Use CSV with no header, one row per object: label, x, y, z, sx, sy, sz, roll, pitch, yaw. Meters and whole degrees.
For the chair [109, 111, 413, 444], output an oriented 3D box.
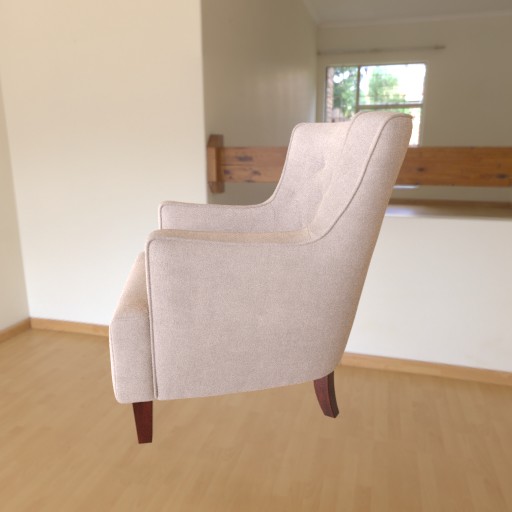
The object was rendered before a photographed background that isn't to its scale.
chair,0.000,0.000,1.534,0.910,0.920,0.781,-2,14,-9
